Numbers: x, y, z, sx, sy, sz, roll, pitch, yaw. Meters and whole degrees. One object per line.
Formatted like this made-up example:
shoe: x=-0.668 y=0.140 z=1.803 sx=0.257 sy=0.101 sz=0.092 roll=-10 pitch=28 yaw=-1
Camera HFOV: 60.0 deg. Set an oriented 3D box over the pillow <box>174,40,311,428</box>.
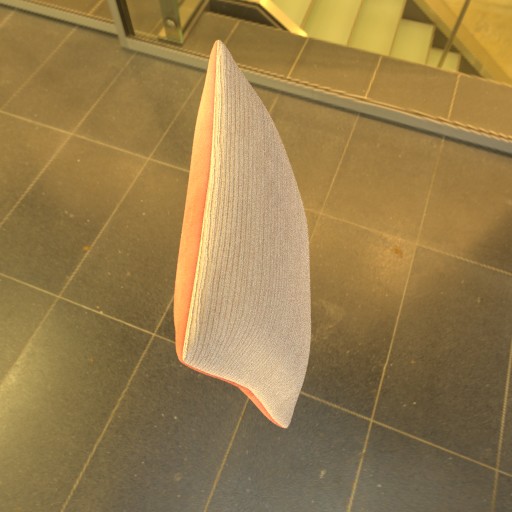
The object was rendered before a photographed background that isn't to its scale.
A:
pillow: x=0.000 y=0.000 z=0.651 sx=0.177 sy=0.401 sz=0.424 roll=2 pitch=62 yaw=1
